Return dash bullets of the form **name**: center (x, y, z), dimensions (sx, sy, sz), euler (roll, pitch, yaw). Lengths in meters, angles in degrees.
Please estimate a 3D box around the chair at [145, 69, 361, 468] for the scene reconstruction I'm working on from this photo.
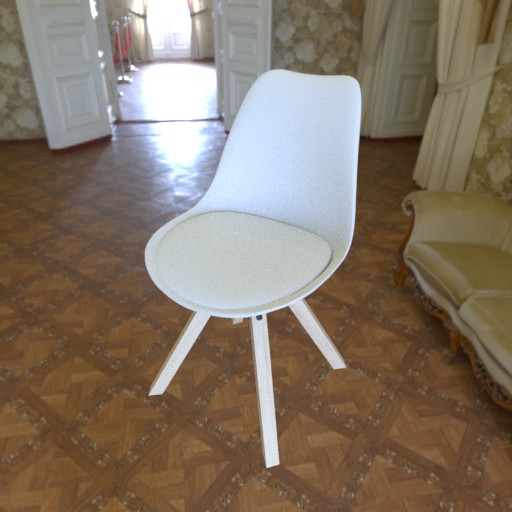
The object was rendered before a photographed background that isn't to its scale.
- **chair**: center (0.000, 0.000, 1.178), dimensions (0.485, 0.850, 0.550), euler (19, 35, 29)
